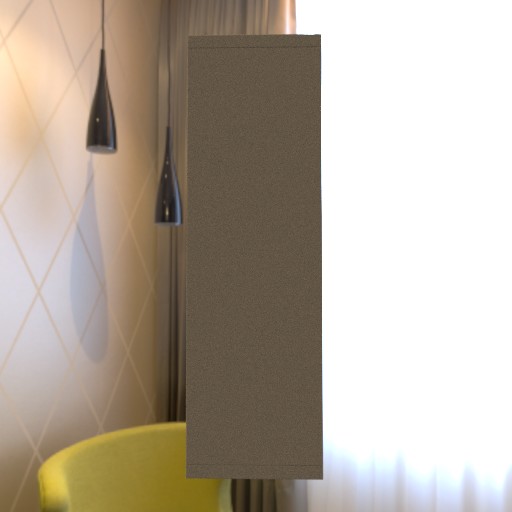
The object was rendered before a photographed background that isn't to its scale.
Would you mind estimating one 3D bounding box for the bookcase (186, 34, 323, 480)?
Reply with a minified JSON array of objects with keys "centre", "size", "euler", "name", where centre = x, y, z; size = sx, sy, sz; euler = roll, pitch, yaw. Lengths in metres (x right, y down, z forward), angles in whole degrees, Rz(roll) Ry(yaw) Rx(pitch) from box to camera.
[{"centre":[0.000,0.000,1.271],"size":[0.330,1.080,0.390],"euler":[0,-1,1],"name":"bookcase"}]
